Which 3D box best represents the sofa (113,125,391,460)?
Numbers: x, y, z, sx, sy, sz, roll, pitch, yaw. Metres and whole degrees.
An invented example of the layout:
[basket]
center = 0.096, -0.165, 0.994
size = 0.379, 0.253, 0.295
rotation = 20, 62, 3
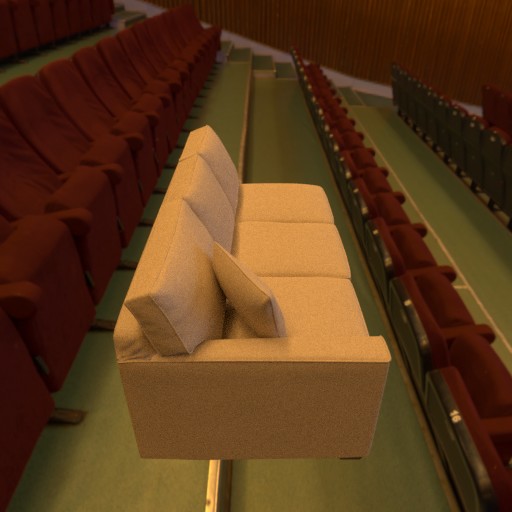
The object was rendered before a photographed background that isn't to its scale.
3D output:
[sofa]
center = 0.000, 0.000, 2.508
size = 1.034, 0.946, 1.962
rotation = 0, 32, 0
